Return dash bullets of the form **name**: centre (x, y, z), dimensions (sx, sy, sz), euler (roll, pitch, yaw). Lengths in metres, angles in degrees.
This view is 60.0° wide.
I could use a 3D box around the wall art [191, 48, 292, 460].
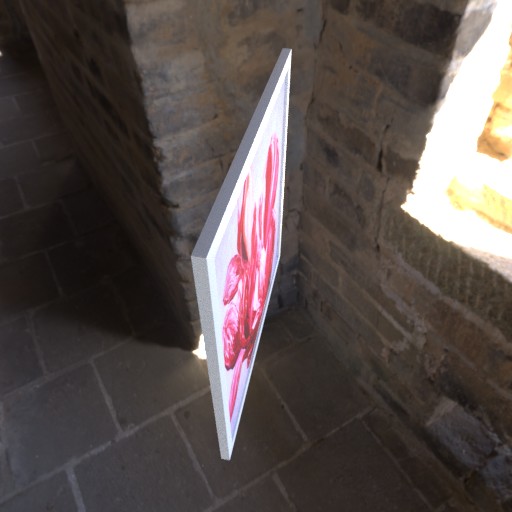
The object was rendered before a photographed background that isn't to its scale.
- **wall art**: centre (0.000, 0.000, 0.999), dimensions (0.020, 0.661, 0.664), euler (9, 46, 8)
